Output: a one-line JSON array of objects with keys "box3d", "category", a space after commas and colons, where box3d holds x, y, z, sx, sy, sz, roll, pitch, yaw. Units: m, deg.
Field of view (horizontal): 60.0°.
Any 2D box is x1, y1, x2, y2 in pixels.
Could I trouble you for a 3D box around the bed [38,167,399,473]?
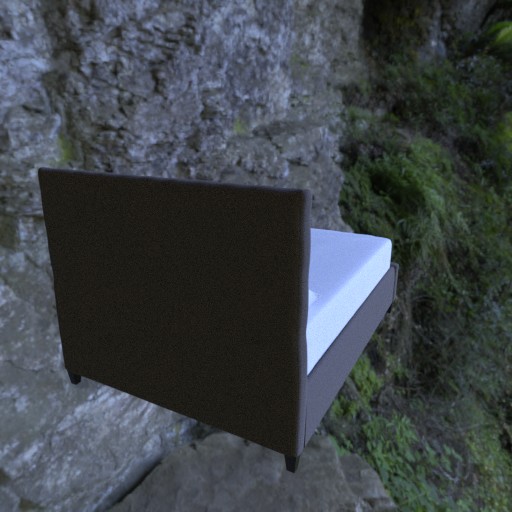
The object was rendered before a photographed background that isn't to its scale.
[{"box3d": [0.000, 0.000, 3.288, 1.696, 1.426, 2.233, 9, 20, 27], "category": "bed"}]
